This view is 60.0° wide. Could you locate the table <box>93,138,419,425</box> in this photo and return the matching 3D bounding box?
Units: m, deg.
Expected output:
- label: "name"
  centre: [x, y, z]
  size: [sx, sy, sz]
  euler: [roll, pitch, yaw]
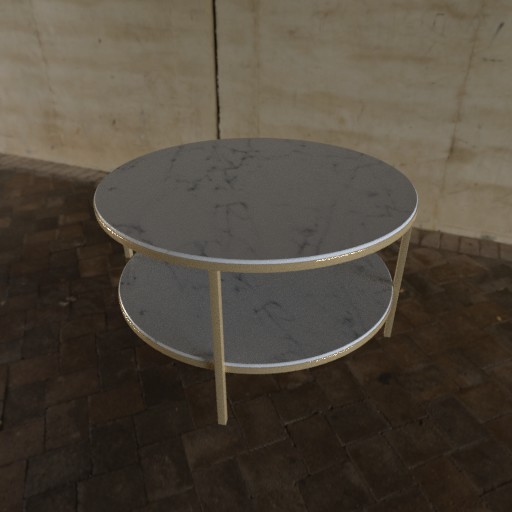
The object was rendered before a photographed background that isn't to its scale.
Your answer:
- label: "table"
  centre: [0.000, 0.000, 1.254]
  size: [0.800, 0.450, 0.800]
  euler: [0, 31, 0]
